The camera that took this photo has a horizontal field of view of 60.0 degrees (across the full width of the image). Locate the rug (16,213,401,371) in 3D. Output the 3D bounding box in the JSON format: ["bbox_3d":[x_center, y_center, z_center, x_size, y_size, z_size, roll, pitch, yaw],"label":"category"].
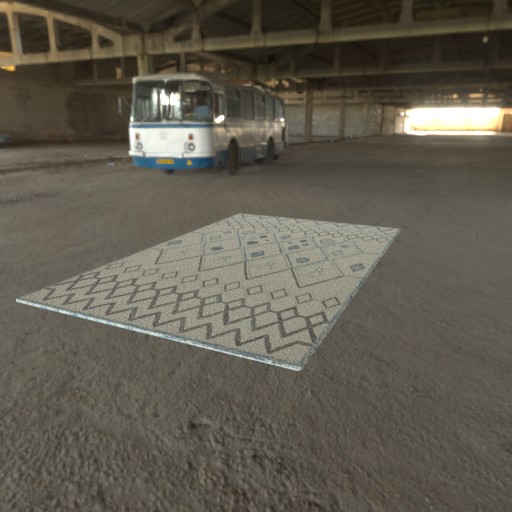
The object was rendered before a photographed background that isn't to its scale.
[{"bbox_3d":[0.000,0.000,2.967,1.524,0.015,2.439,8,18,24],"label":"rug"}]
